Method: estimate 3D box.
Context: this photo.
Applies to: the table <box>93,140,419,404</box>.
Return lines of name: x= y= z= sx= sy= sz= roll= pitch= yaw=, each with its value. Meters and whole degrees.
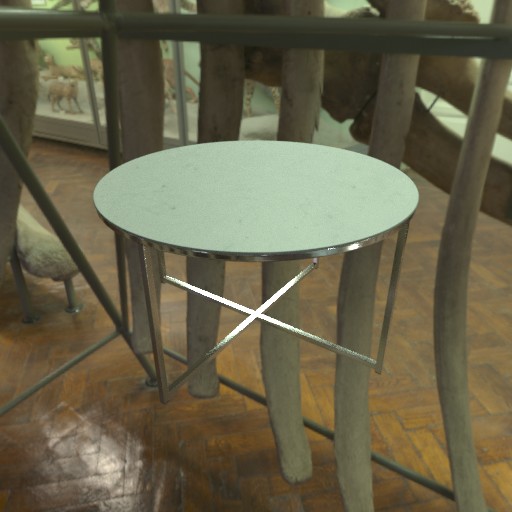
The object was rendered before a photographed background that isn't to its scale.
table: x=0.000 y=0.000 z=1.249 sx=0.800 sy=0.450 sz=0.800 roll=0 pitch=29 yaw=0
